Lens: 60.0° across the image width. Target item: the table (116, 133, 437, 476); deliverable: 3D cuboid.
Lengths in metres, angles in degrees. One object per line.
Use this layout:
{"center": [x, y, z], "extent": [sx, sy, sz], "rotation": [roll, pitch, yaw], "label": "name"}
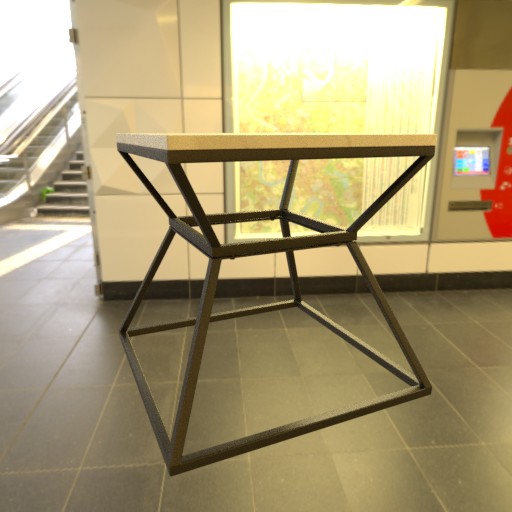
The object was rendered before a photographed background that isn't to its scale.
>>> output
{"center": [0.000, 0.000, 0.809], "extent": [0.455, 0.431, 0.455], "rotation": [-7, 17, -24], "label": "table"}
